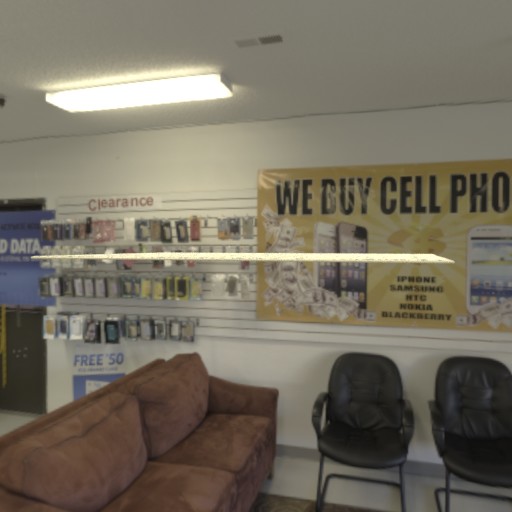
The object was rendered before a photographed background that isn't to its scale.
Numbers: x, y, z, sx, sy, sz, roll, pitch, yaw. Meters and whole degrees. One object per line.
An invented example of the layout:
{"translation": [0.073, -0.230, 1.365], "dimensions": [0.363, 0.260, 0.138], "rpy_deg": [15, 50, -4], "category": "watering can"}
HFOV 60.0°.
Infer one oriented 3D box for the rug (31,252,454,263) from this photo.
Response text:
{"translation": [0.000, 0.000, 3.543], "dimensions": [2.746, 0.018, 1.819], "rpy_deg": [0, 1, 19], "category": "rug"}
